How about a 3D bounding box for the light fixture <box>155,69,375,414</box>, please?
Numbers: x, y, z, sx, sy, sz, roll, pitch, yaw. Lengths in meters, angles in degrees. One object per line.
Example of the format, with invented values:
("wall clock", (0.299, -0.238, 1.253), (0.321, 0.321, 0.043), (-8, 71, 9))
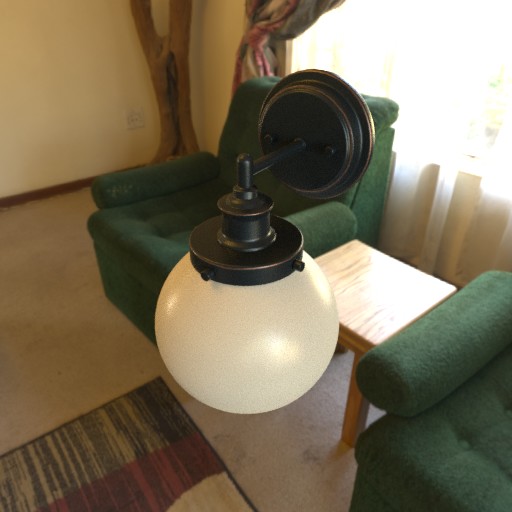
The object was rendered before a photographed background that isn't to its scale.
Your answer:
("light fixture", (0.000, 0.000, 0.458), (0.197, 0.332, 0.230), (20, 37, 29))
